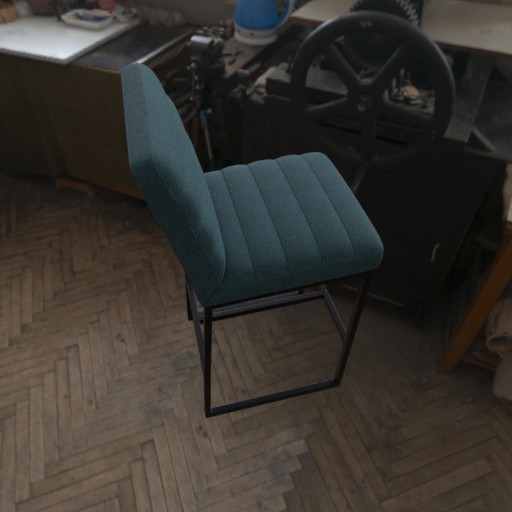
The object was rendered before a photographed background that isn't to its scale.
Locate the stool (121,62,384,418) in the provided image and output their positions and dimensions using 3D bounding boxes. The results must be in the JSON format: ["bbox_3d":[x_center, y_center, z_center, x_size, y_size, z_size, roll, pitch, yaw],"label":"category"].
[{"bbox_3d":[0.000,0.000,1.323,0.560,1.040,0.460,-10,47,-10],"label":"stool"}]
